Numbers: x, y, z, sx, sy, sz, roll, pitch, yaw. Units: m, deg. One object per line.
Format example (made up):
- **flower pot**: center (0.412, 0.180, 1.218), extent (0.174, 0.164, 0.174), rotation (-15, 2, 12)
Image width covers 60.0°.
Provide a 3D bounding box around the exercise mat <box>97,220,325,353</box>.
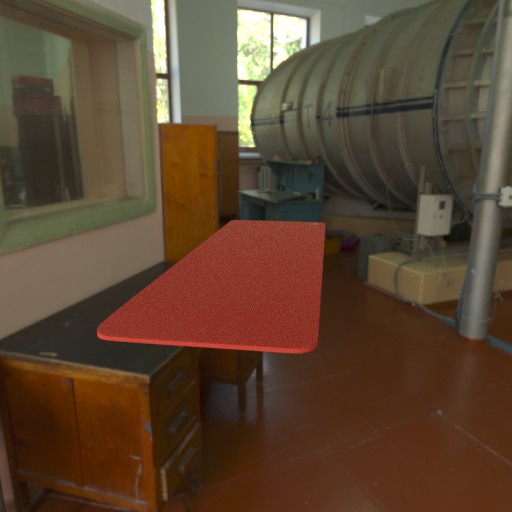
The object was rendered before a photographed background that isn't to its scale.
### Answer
- **exercise mat**: center (0.000, 0.000, 2.049), extent (0.616, 0.021, 1.869), rotation (2, 15, 9)
